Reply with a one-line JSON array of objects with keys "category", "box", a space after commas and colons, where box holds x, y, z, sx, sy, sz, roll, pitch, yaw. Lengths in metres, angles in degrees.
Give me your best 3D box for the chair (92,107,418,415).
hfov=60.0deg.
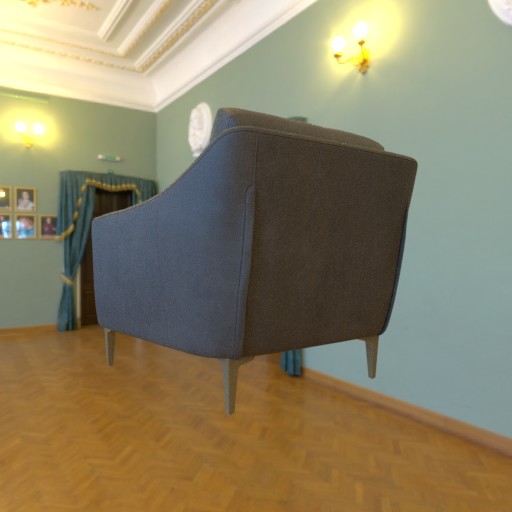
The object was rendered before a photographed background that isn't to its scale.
[{"category": "chair", "box": [0.000, 0.000, 1.699, 0.988, 0.901, 0.961, -1, 1, -35]}]
